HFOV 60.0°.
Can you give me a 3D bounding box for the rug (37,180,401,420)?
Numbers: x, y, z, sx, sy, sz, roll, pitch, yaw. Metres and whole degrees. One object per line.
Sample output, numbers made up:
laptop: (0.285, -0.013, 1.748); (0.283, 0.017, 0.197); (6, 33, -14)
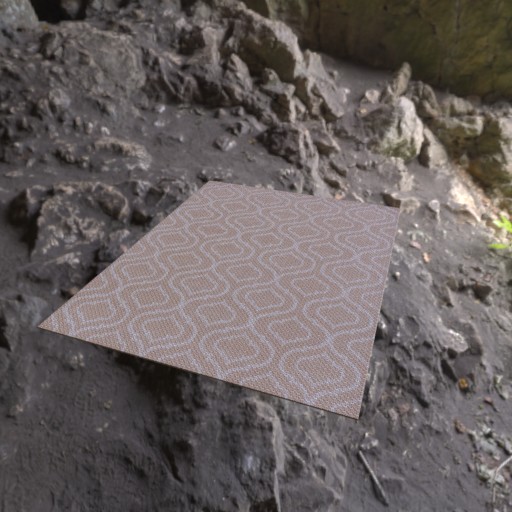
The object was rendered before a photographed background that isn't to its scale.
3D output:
rug: (0.000, 0.000, 3.994); (2.286, 0.013, 2.894); (11, 34, 17)
